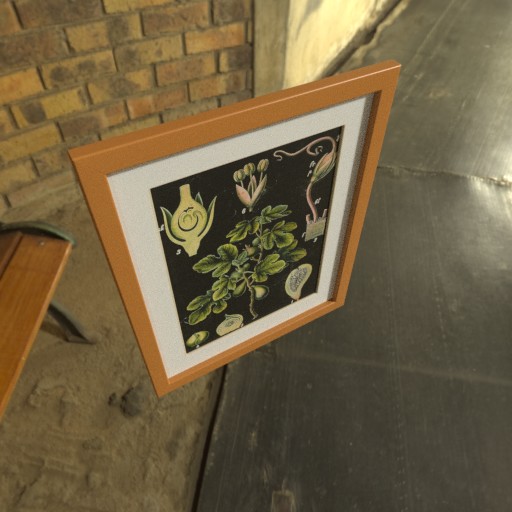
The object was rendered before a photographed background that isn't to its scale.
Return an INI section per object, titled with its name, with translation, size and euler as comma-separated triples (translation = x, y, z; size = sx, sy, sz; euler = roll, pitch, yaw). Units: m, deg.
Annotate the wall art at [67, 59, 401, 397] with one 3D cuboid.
[wall art]
translation = 0.000, 0.000, 0.509
size = 0.310, 0.379, 0.015
euler = -23, 51, -20
